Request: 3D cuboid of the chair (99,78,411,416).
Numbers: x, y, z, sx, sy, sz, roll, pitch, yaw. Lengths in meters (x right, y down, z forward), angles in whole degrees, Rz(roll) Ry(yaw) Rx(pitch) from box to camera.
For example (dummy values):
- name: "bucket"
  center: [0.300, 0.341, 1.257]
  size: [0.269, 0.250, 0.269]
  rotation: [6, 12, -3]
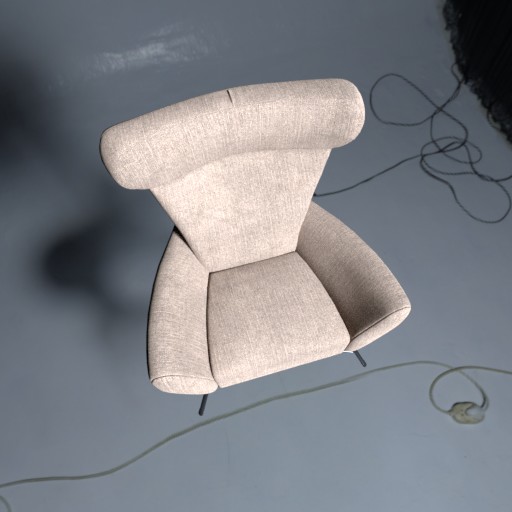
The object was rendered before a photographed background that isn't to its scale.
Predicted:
- name: "chair"
  center: [0.000, 0.000, 1.777]
  size: [0.980, 1.040, 0.900]
  rotation: [-14, 63, -7]
